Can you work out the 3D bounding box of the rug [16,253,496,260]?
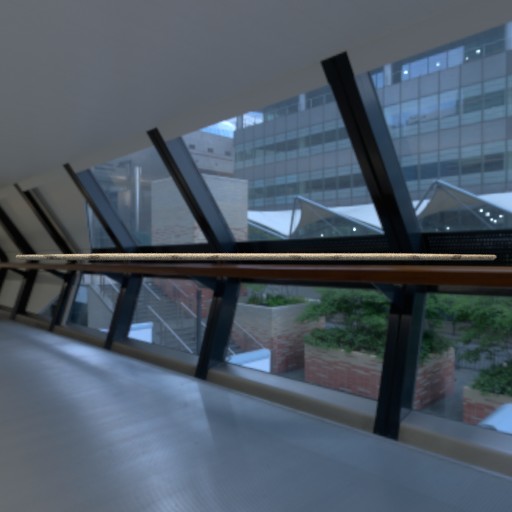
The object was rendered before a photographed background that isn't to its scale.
[{"bbox_3d":[0.000,0.000,2.901,2.348,0.024,1.501,0,1,0],"label":"rug"}]
